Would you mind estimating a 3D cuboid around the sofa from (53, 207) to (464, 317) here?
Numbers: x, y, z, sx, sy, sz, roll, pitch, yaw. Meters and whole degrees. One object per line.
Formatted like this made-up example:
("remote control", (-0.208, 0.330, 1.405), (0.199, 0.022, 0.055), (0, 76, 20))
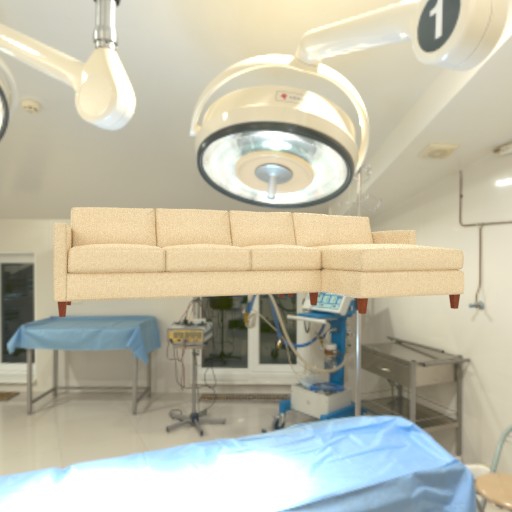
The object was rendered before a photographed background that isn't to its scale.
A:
("sofa", (0.000, 0.000, 4.159), (3.471, 0.954, 1.603), (0, 1, -20))
